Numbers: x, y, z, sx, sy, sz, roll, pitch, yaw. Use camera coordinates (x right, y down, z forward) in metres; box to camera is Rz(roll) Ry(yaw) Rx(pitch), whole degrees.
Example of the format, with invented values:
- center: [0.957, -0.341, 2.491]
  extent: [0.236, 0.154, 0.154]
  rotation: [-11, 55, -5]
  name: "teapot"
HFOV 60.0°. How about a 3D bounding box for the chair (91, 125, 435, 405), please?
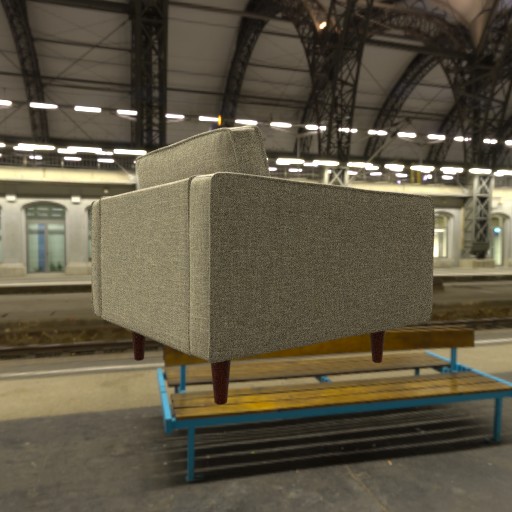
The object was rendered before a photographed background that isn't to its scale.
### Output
- center: [0.000, 0.000, 1.597]
  extent: [0.914, 0.765, 0.889]
  rotation: [-1, 2, -37]
  name: "chair"
